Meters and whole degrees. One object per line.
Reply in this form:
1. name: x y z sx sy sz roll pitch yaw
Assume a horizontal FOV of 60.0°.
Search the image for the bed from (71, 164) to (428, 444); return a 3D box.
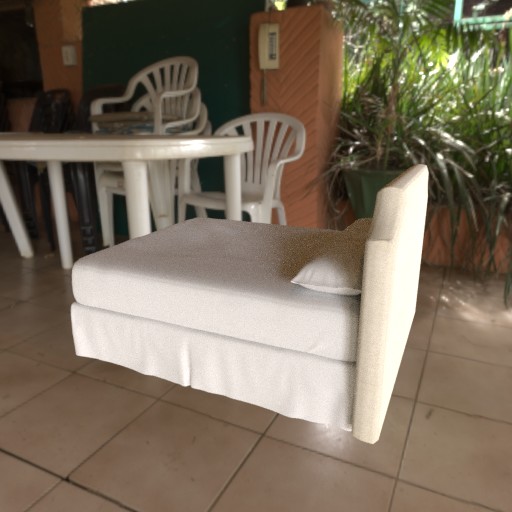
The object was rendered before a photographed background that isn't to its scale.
1. bed: 0.000 0.000 3.260 2.164 1.297 1.828 7 18 24
